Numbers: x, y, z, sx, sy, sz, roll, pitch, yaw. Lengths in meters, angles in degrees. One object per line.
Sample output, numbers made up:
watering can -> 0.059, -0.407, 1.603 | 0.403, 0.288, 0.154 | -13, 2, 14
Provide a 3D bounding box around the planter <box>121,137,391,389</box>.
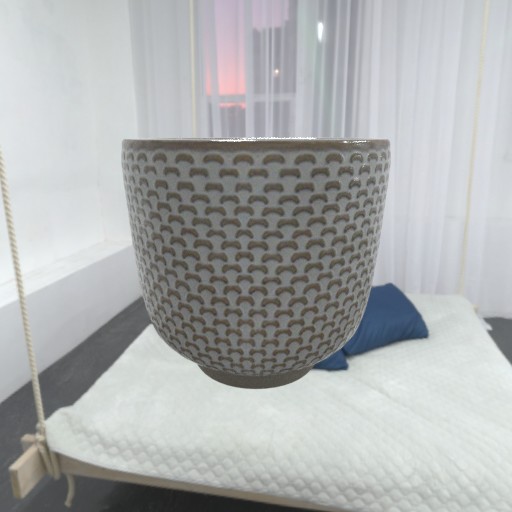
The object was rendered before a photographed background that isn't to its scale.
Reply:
planter -> 0.000, 0.000, 0.252 | 0.139, 0.130, 0.139 | 0, 15, 0
